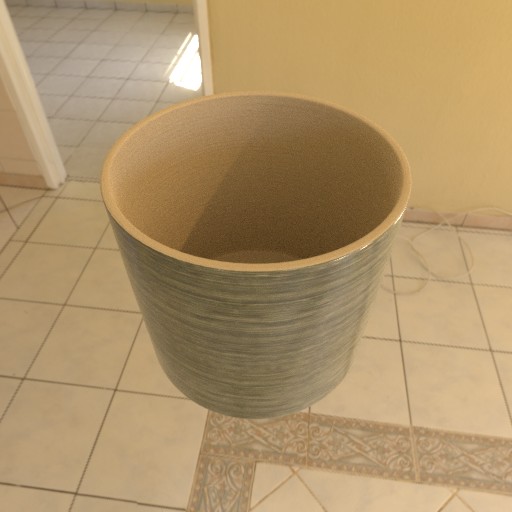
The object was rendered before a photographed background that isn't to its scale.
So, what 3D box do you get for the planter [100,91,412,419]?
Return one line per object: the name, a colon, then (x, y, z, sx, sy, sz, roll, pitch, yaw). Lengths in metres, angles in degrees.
planter: (0.000, 0.000, 0.395, 0.221, 0.201, 0.221, 0, 46, 0)
